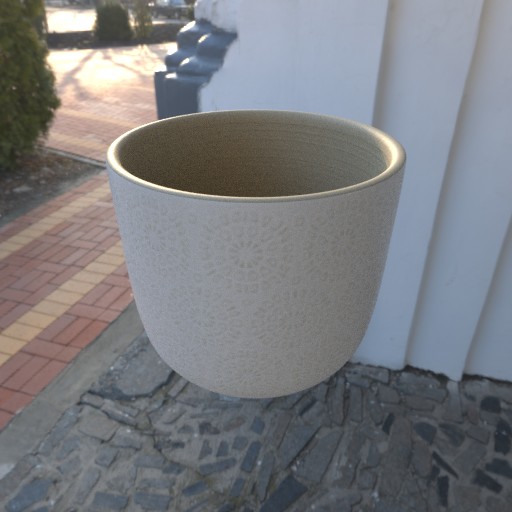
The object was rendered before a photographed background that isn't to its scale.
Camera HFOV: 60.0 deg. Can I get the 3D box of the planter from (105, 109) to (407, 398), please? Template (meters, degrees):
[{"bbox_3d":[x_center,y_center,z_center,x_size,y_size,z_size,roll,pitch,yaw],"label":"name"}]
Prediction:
[{"bbox_3d":[0.000,0.000,0.366,0.208,0.190,0.208,0,31,0],"label":"planter"}]
